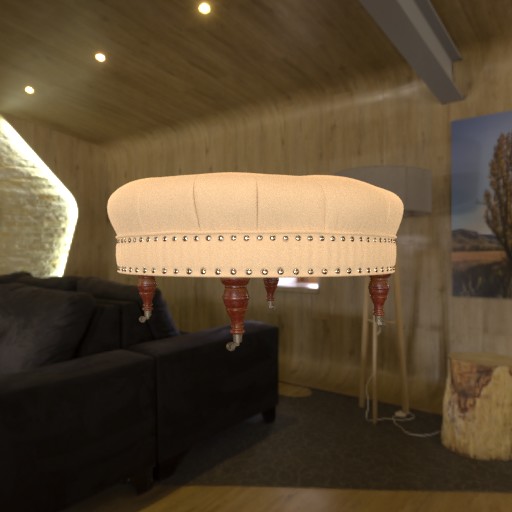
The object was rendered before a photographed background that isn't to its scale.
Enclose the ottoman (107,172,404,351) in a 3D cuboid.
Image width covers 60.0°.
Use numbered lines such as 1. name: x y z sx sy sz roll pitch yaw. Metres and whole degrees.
1. ottoman: 0.000 0.000 1.415 0.901 0.439 0.901 0 0 0
